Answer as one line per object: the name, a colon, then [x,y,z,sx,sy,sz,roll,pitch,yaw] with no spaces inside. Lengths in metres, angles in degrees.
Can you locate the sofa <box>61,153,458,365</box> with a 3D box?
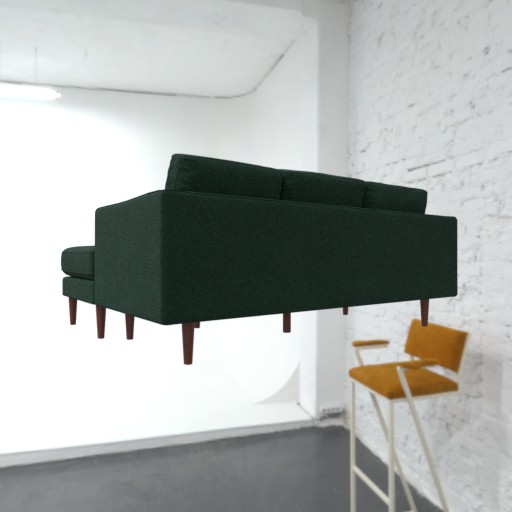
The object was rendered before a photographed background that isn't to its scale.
sofa: [0.000,0.000,2.849,2.030,0.899,1.580,0,0,-36]
